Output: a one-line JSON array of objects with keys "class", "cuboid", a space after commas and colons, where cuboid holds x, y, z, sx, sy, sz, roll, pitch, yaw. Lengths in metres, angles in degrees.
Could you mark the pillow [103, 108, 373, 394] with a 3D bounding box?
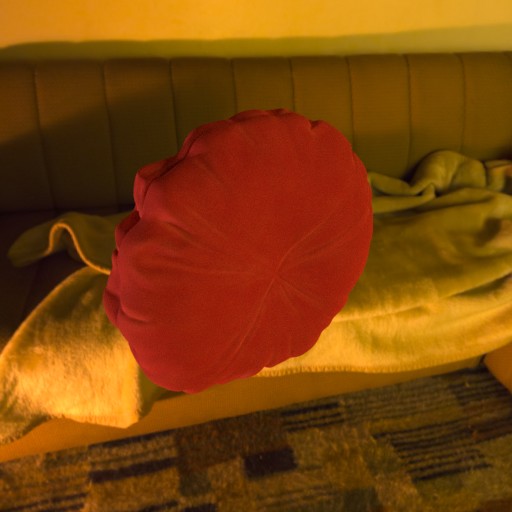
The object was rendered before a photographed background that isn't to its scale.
[{"class": "pillow", "cuboid": [0.000, 0.000, 0.638, 0.428, 0.407, 0.148, -19, 36, -29]}]
